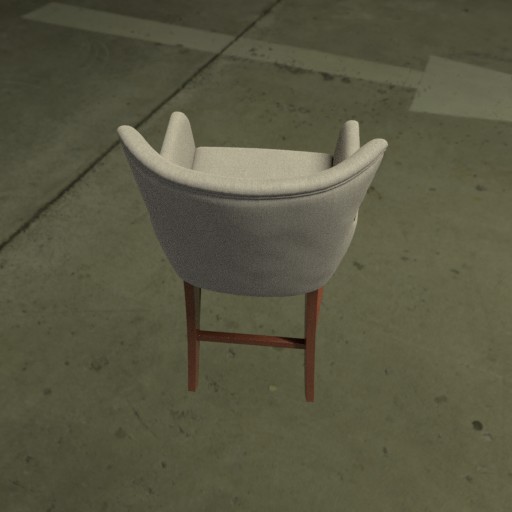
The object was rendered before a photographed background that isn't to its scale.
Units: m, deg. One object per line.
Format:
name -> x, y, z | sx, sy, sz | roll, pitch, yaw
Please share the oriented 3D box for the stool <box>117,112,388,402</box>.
stool -> 0.000, 0.000, 1.385 | 0.575, 1.047, 0.575 | 4, 48, 4
